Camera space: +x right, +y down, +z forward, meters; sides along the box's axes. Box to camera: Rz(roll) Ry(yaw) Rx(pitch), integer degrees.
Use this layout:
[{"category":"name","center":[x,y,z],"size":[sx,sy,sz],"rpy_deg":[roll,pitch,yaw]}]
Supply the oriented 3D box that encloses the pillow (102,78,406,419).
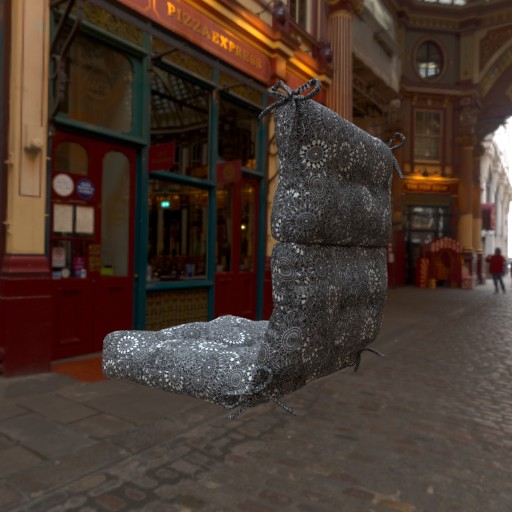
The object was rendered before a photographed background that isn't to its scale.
[{"category":"pillow","center":[0.000,0.000,1.049],"size":[0.571,0.605,0.519],"rpy_deg":[0,0,35]}]
